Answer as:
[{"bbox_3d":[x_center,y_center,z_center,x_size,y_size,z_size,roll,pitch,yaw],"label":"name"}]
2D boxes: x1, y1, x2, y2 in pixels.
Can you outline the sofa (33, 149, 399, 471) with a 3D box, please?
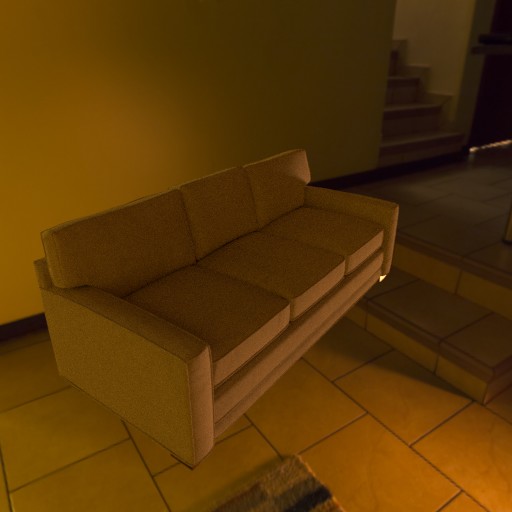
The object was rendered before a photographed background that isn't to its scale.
[{"bbox_3d":[0.000,0.000,2.561,0.936,0.862,2.093,17,30,32],"label":"sofa"}]
